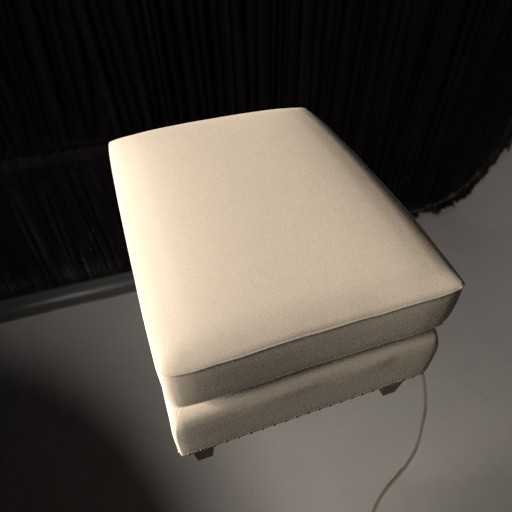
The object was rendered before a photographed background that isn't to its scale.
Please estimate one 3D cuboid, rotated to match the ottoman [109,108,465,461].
[{"bbox_3d":[0.000,0.000,1.107,0.584,0.513,0.741,-14,47,-13],"label":"ottoman"}]
